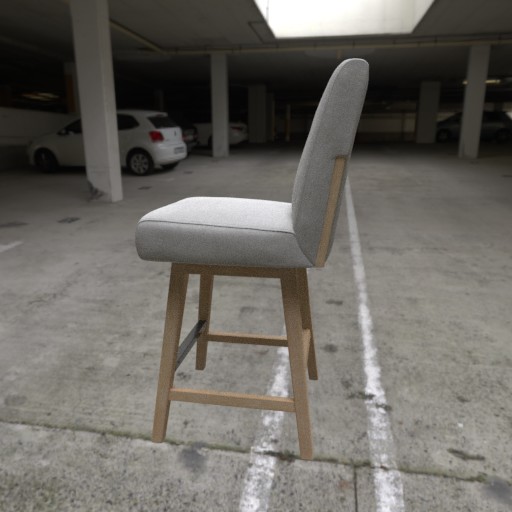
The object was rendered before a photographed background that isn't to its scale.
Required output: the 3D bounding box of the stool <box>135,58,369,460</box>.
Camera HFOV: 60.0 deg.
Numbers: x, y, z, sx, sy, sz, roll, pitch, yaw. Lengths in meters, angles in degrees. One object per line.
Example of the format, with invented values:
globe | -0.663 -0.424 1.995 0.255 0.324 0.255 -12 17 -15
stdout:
stool | 0.000 0.000 1.404 0.606 1.085 0.507 2 15 9
